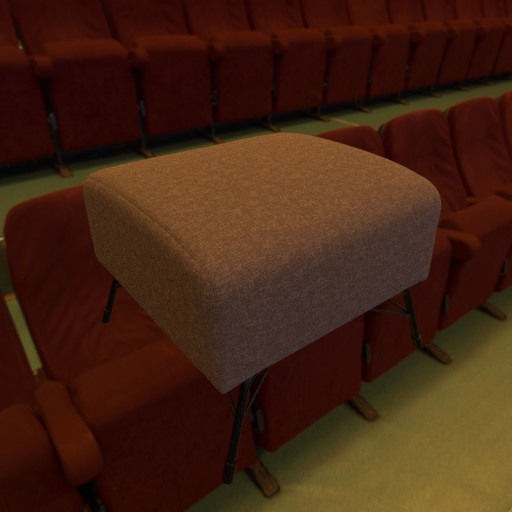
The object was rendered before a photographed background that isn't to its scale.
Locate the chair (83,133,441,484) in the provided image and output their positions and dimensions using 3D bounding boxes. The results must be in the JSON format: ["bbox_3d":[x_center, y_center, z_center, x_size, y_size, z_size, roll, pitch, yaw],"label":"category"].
[{"bbox_3d":[0.000,0.000,0.917,0.530,0.410,0.530,-21,36,-32],"label":"chair"}]
